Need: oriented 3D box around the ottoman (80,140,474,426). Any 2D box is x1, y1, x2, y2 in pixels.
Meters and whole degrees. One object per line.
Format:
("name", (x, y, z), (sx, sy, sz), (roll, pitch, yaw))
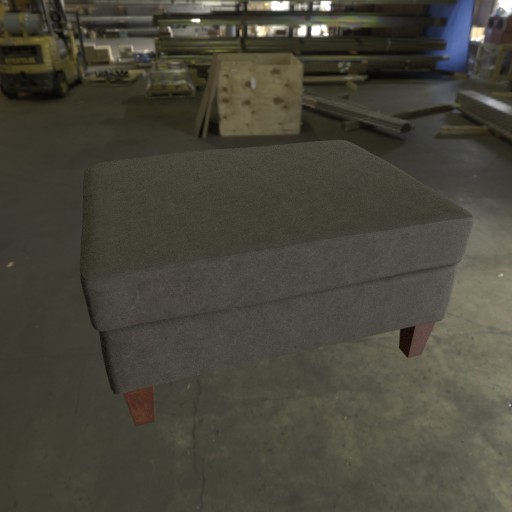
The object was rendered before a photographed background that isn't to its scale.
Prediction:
("ottoman", (0.000, 0.000, 1.226), (0.839, 0.464, 0.639), (-9, 32, -15))
